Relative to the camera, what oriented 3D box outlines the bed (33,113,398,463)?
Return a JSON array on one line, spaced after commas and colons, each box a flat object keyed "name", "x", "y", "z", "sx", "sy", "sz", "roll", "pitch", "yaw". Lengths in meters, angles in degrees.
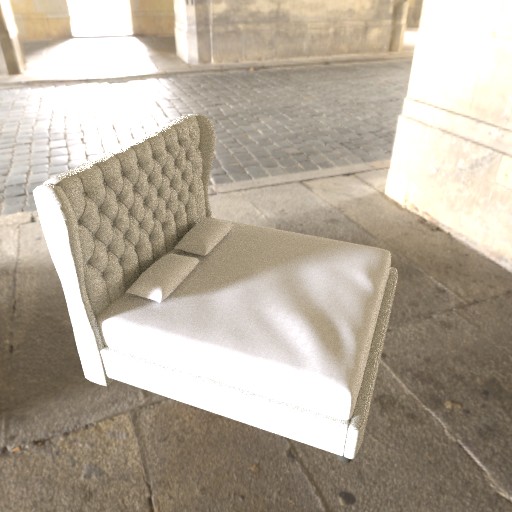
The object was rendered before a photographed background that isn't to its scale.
[{"name": "bed", "x": 0.000, "y": 0.000, "z": 3.841, "sx": 2.347, "sy": 1.771, "sz": 2.219, "roll": 12, "pitch": 33, "yaw": 18}]
